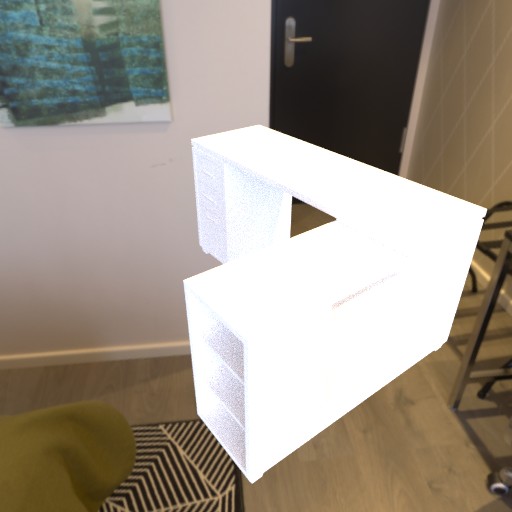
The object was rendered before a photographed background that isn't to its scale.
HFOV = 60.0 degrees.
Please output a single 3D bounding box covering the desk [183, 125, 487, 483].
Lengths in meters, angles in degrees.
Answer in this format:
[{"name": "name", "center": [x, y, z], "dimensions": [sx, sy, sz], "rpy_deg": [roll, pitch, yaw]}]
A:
[{"name": "desk", "center": [0.000, 0.000, 2.209], "dimensions": [1.199, 0.759, 1.524], "rpy_deg": [-22, 38, -31]}]
